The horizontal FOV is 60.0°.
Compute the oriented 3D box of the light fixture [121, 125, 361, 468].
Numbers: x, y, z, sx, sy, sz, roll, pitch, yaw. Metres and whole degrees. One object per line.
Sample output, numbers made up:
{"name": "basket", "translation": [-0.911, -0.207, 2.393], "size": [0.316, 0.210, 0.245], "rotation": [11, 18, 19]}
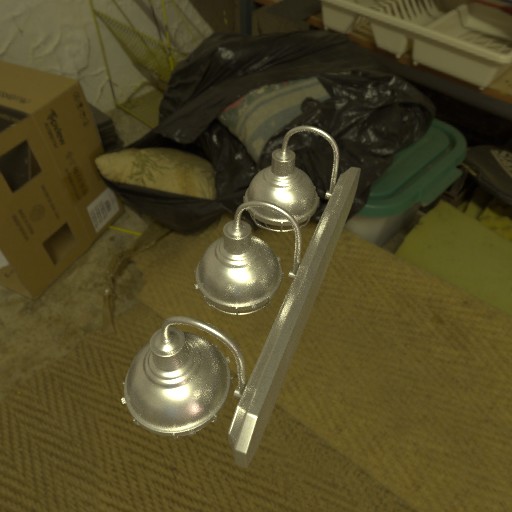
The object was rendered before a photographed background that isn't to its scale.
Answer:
{"name": "light fixture", "translation": [0.000, 0.000, 0.774], "size": [0.229, 0.254, 0.634], "rotation": [16, 49, 15]}
